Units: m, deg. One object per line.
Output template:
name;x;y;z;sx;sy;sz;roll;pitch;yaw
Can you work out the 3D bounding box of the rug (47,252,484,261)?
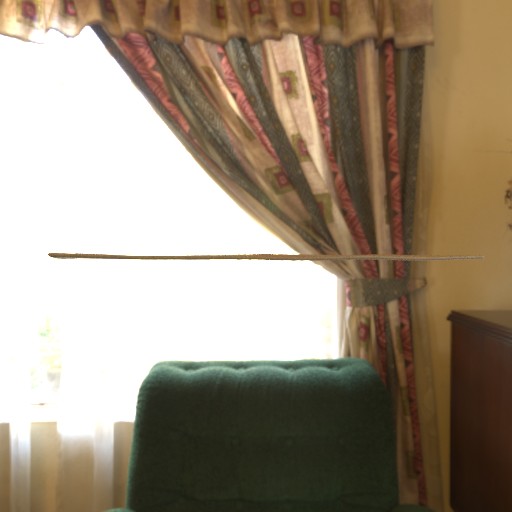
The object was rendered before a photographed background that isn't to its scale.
rug;0.000;0.000;3.054;2.430;0.053;1.553;0;0;-18
